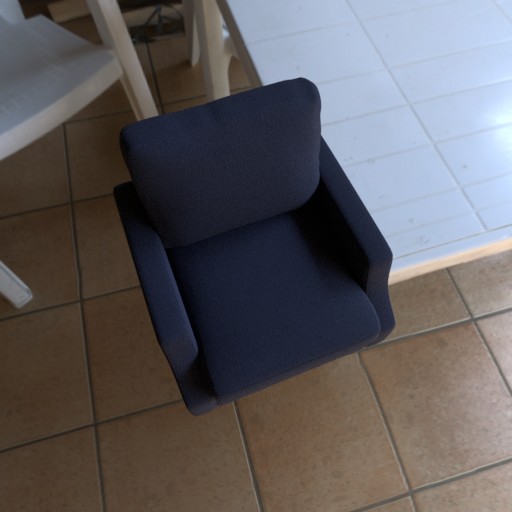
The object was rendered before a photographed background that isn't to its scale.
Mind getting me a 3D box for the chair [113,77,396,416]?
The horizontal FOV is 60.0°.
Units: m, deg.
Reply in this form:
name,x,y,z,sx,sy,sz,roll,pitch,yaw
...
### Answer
name,x,y,z,sx,sy,sz,roll,pitch,yaw
chair,0.000,0.000,1.681,0.855,0.991,0.897,-19,64,-10
